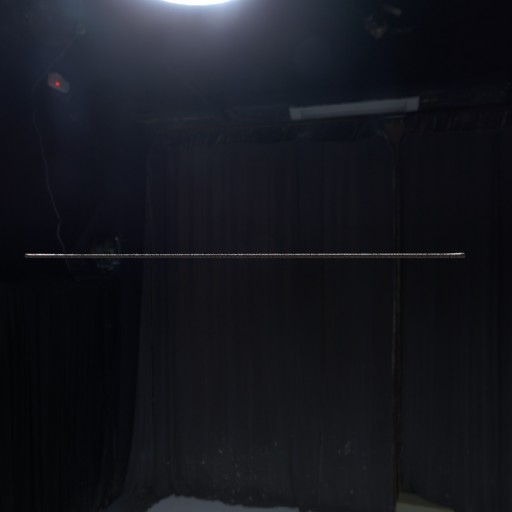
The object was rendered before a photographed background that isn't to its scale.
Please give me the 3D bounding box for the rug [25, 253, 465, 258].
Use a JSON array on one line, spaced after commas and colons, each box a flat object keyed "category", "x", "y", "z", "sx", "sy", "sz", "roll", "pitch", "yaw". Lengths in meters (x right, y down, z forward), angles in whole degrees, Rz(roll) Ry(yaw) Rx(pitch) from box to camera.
[{"category": "rug", "x": 0.000, "y": 0.000, "z": 2.320, "sx": 1.840, "sy": 0.015, "sz": 1.225, "roll": 0, "pitch": 0, "yaw": 17}]
